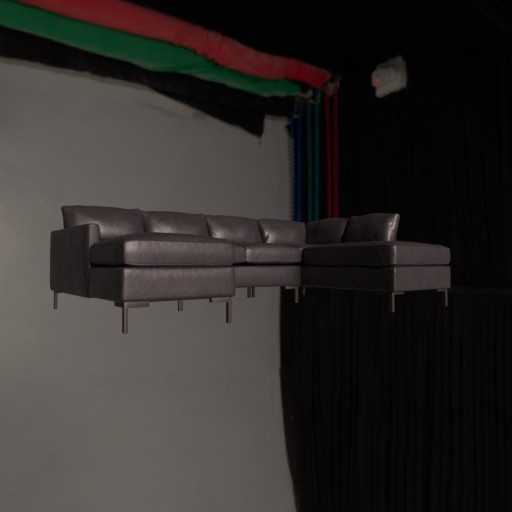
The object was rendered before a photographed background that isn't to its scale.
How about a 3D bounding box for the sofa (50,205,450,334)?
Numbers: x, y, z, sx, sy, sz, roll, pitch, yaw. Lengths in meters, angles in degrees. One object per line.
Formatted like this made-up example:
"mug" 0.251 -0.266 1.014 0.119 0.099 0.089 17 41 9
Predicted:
"sofa" 0.000 0.000 3.864 2.956 0.900 1.939 1 -1 -37
